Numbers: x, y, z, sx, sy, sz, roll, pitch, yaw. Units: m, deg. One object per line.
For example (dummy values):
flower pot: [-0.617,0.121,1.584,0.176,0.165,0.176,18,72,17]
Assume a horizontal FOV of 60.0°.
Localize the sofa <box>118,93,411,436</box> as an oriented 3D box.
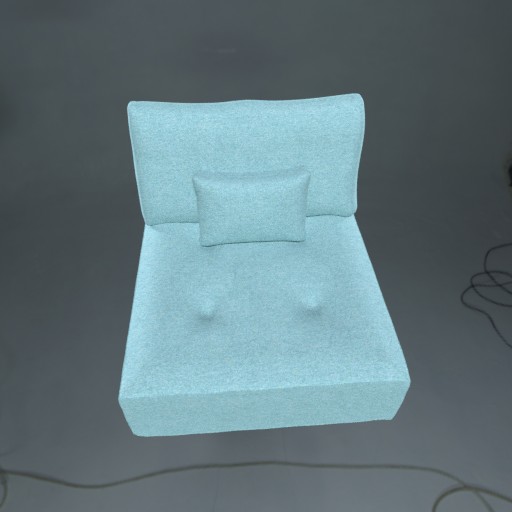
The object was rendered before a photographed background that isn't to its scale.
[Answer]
sofa: [0.000,0.000,1.665,0.930,0.820,1.000,-3,45,-3]
